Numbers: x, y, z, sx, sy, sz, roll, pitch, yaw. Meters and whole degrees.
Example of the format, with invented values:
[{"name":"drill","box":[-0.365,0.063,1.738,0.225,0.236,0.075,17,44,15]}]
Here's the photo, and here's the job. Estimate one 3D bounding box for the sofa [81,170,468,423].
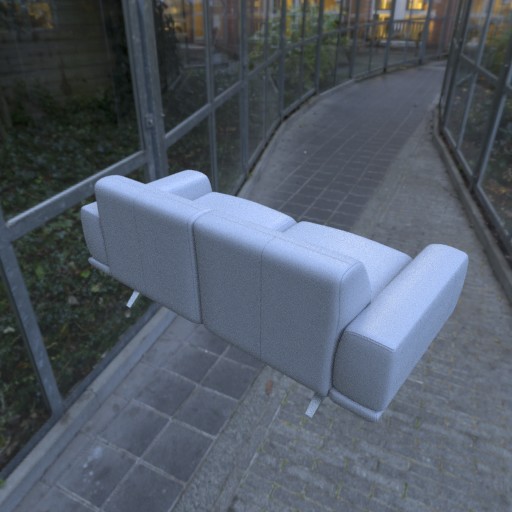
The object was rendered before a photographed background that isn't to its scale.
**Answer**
[{"name":"sofa","box":[0.000,0.000,2.363,1.901,0.772,0.900,22,37,33]}]
